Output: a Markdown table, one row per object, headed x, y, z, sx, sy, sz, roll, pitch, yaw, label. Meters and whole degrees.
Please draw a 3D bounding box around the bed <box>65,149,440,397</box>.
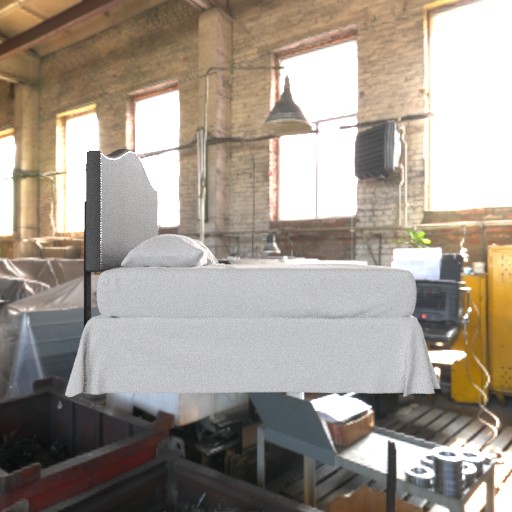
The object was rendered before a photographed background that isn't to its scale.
| x | y | z | sx | sy | sz | roll | pitch | yaw | label |
| --- | --- | --- | --- | --- | --- | --- | --- | --- | --- |
| 0.000 | 0.000 | 3.482 | 2.221 | 1.645 | 1.876 | 0 | 0 | 0 | bed |
